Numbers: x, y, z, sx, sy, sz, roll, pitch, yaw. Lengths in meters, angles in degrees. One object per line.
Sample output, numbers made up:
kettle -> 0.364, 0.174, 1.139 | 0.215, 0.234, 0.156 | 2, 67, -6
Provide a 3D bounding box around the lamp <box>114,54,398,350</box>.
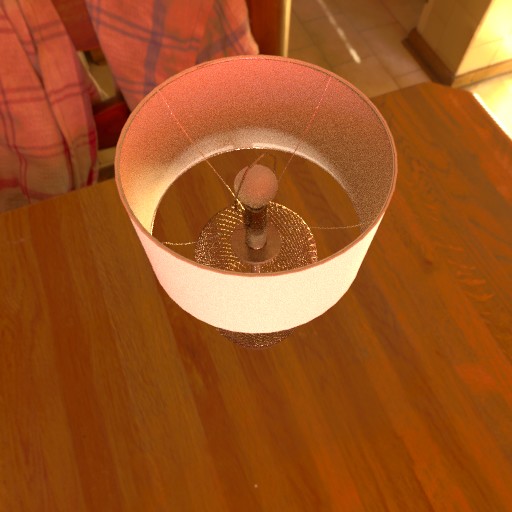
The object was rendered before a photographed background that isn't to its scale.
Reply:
lamp -> 0.000, 0.000, 0.812 | 0.353, 0.578, 0.353 | 0, 63, 0
